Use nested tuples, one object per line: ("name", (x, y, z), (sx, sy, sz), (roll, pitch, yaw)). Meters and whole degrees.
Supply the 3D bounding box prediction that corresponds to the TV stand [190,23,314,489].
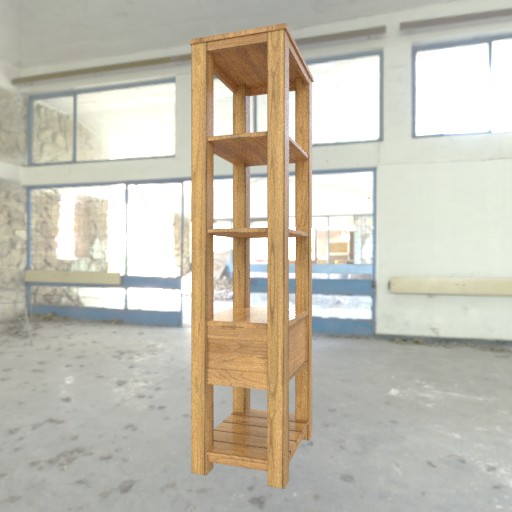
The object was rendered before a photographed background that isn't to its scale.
("TV stand", (0.000, 0.000, 2.068), (0.435, 1.828, 0.565), (0, 0, 18))
